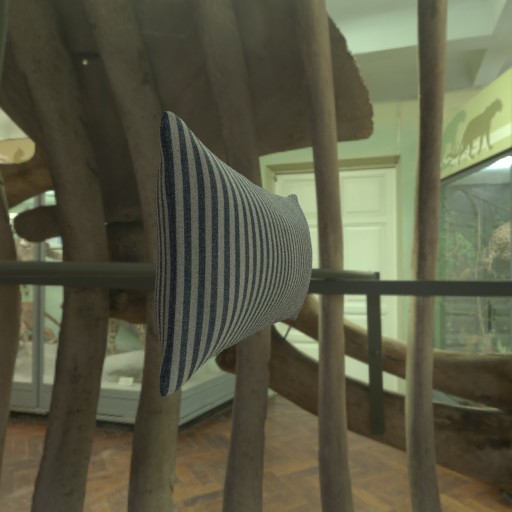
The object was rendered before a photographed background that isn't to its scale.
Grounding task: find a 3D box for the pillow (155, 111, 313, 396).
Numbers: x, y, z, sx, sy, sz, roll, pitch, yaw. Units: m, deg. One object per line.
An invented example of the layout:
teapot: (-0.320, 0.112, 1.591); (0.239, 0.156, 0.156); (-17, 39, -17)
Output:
pillow: (0.000, 0.000, 0.743); (0.151, 0.295, 0.617); (0, -1, 18)
